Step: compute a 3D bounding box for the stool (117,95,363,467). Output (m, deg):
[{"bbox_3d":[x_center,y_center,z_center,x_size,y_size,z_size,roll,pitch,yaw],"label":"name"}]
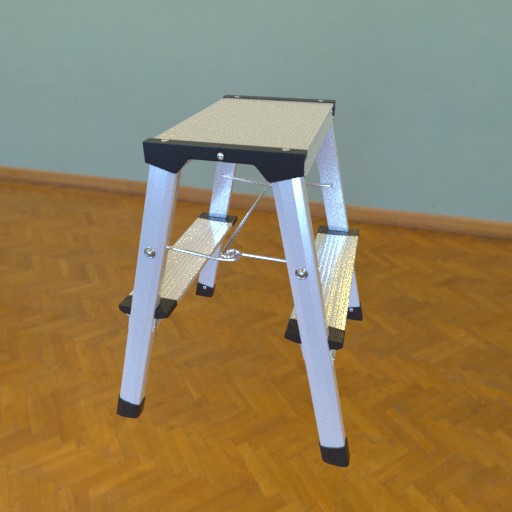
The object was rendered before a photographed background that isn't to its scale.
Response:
[{"bbox_3d":[0.000,0.000,0.782,0.405,0.480,0.404,8,31,13],"label":"stool"}]
